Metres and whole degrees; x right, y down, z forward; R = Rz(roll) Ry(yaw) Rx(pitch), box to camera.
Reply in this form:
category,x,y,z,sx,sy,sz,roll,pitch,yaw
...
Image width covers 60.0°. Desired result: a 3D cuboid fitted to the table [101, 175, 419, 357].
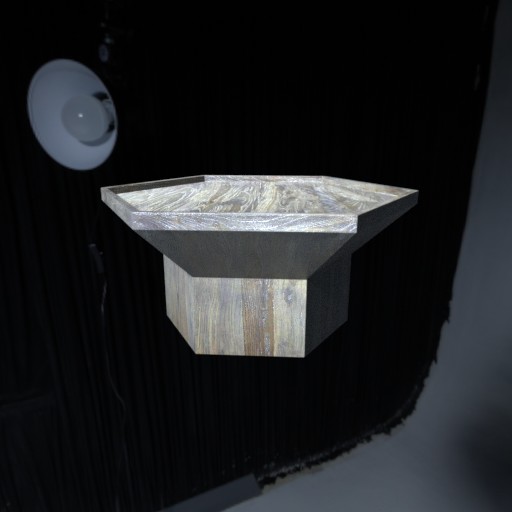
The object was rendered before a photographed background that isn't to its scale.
category,x,y,z,sx,sy,sz,roll,pitch,yaw
table,0.000,0.000,1.618,0.966,0.488,1.115,-8,17,-25
